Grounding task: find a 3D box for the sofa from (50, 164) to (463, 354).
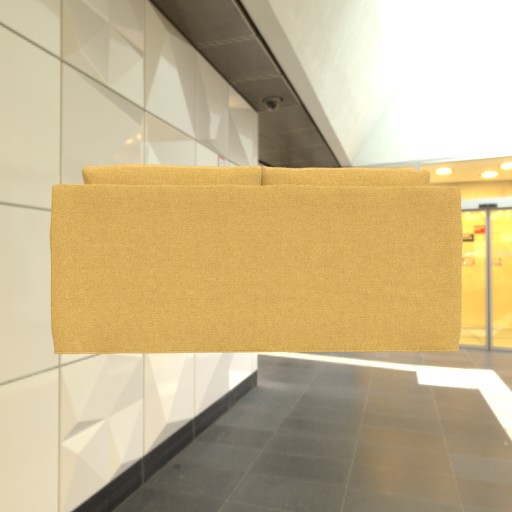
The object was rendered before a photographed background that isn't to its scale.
[{"bbox_3d":[0.000,0.000,2.322,1.766,0.828,0.956,0,-1,-2],"label":"sofa"}]
